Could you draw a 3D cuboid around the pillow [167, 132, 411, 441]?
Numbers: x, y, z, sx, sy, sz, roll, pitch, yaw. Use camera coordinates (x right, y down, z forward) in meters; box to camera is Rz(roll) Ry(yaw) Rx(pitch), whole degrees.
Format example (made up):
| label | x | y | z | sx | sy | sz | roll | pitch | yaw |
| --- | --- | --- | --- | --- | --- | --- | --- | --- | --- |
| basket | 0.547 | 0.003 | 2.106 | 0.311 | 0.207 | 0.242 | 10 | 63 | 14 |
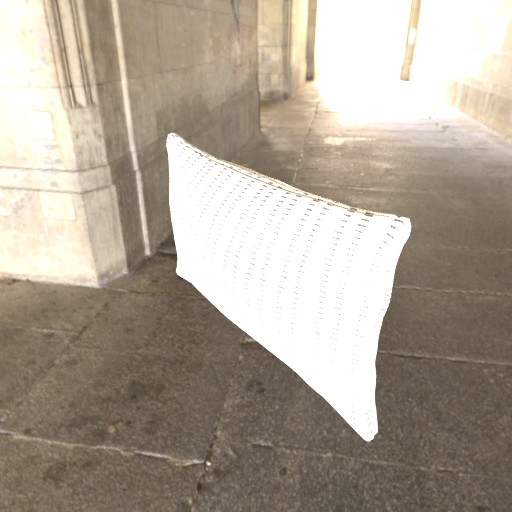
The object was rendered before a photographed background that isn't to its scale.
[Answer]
| label | x | y | z | sx | sy | sz | roll | pitch | yaw |
| --- | --- | --- | --- | --- | --- | --- | --- | --- | --- |
| pillow | 0.000 | 0.000 | 0.821 | 0.210 | 0.353 | 0.640 | -18 | 31 | -31 |
